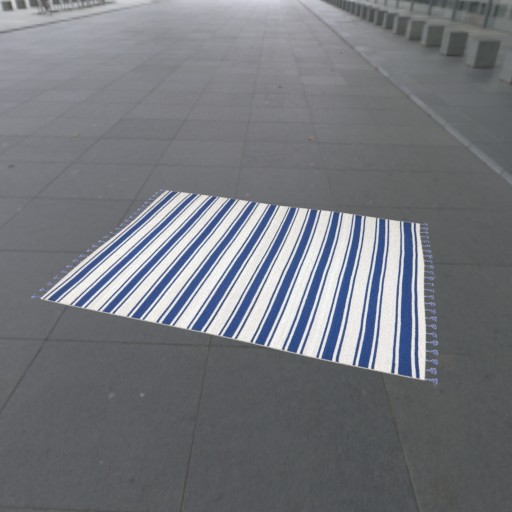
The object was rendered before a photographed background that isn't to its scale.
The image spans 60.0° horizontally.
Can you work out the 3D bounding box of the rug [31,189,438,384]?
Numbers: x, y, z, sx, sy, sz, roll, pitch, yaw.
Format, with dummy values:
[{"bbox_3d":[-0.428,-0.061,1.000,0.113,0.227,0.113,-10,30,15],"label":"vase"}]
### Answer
[{"bbox_3d":[0.000,0.000,4.470,3.416,0.016,2.471,9,33,14],"label":"rug"}]
